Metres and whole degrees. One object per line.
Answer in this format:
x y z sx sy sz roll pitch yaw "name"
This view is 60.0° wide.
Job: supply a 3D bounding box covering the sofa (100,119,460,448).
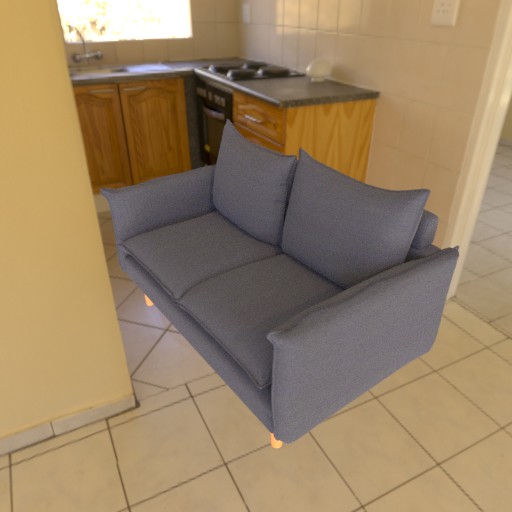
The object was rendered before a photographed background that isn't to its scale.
0.000 0.000 1.848 0.820 0.840 1.300 -21 36 -31 "sofa"
